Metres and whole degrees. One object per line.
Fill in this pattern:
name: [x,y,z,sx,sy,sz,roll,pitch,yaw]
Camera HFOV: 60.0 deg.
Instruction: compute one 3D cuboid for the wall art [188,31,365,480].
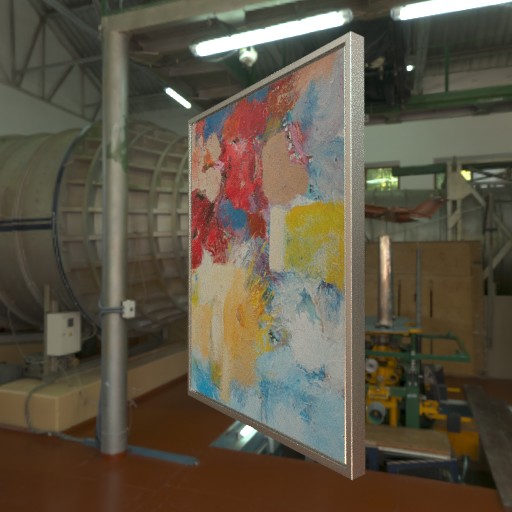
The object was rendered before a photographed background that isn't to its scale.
wall art: [0.000,0.000,0.749,0.025,0.569,0.444,1,-1,-36]
